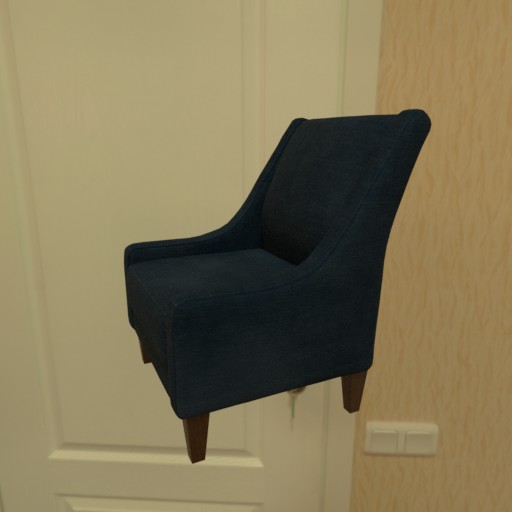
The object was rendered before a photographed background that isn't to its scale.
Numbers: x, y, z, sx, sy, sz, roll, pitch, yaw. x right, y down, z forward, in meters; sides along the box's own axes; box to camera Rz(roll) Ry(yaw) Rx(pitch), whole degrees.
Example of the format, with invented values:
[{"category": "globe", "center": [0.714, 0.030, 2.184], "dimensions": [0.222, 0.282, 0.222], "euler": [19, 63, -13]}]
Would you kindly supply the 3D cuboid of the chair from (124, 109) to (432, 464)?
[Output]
[{"category": "chair", "center": [0.000, 0.000, 1.635], "dimensions": [0.870, 1.014, 0.774], "euler": [-7, 16, -25]}]
